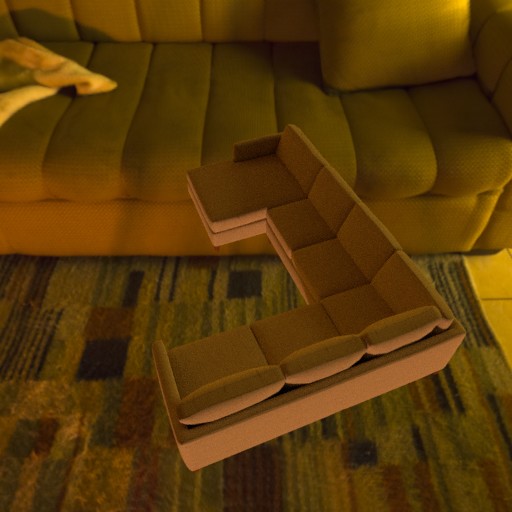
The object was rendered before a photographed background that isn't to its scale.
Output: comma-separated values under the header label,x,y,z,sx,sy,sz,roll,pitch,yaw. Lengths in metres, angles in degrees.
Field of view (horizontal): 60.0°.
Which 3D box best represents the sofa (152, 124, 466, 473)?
label,x,y,z,sx,sy,sz,roll,pitch,yaw
sofa,0.000,0.000,4.734,2.594,0.961,3.460,-16,50,-14
